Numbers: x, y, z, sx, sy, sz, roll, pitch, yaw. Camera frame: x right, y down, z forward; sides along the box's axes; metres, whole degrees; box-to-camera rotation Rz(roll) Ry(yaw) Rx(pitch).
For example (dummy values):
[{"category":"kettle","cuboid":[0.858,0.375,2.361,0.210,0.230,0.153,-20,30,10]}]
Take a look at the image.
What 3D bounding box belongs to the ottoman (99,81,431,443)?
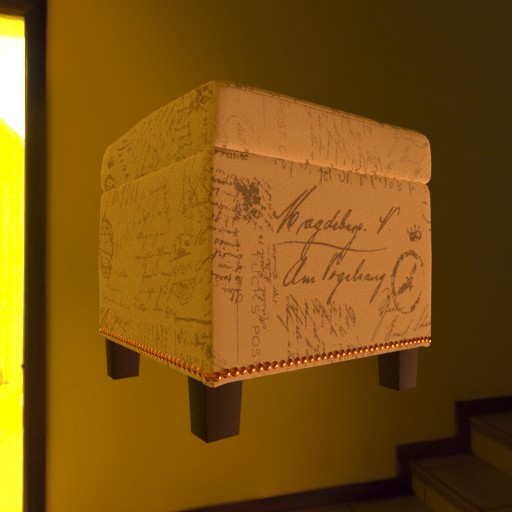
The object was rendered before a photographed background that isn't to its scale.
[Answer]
[{"category":"ottoman","cuboid":[0.000,0.000,0.816,0.450,0.457,0.449,0,-1,-35]}]
